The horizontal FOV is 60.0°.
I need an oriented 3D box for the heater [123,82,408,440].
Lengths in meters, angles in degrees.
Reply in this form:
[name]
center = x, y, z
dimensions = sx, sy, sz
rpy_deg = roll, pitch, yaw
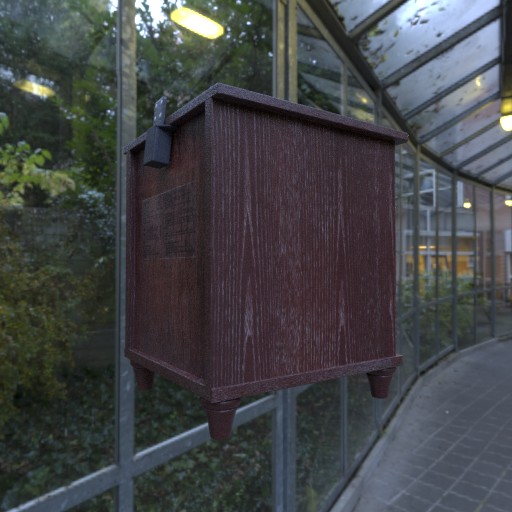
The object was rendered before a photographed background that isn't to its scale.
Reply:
[heater]
center = 0.000, 0.000, 0.783
dimensions = 0.400, 0.481, 0.362
rpy_deg = 1, -1, -34
